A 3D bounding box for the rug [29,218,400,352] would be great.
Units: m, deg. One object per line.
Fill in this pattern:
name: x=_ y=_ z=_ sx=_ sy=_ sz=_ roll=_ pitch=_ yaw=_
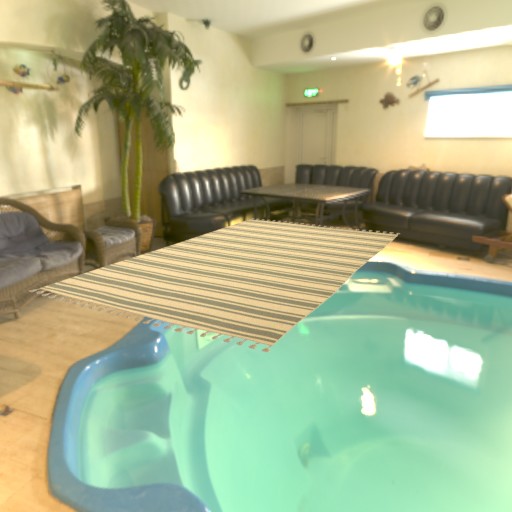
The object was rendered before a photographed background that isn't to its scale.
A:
rug: x=0.000 y=0.000 z=2.590 sx=1.222 sy=0.009 sz=2.084 roll=8 pitch=17 yaw=28
